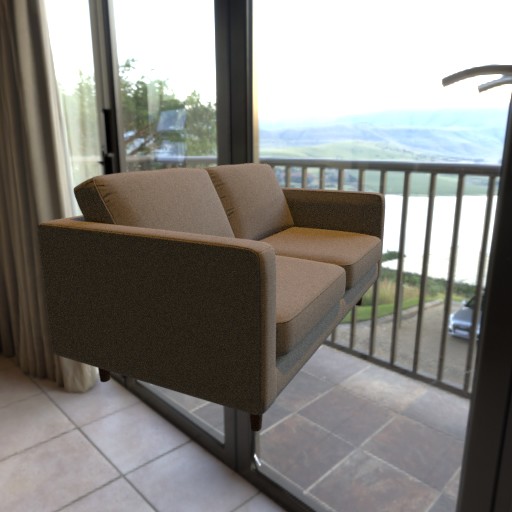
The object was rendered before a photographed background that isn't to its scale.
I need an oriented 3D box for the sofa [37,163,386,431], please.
[{"bbox_3d":[0.000,0.000,2.278,1.000,0.900,1.731,7,16,26],"label":"sofa"}]
